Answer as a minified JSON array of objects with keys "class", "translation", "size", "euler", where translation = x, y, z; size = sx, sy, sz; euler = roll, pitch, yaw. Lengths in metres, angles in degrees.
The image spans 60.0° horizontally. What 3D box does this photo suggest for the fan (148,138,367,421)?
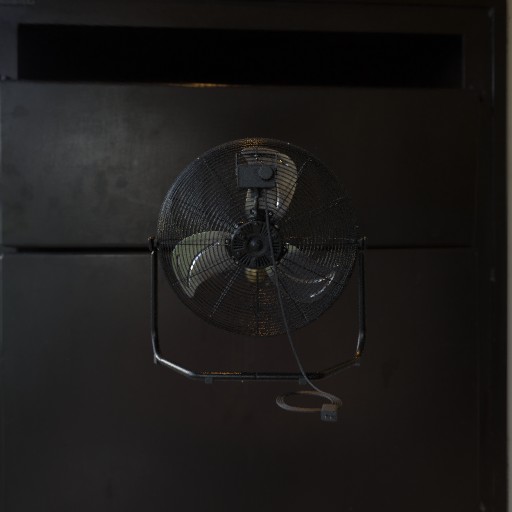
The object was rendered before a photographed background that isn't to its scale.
[{"class":"fan","translation":[0.000,0.000,0.937],"size":[0.555,0.546,0.424],"euler":[0,0,1]}]
